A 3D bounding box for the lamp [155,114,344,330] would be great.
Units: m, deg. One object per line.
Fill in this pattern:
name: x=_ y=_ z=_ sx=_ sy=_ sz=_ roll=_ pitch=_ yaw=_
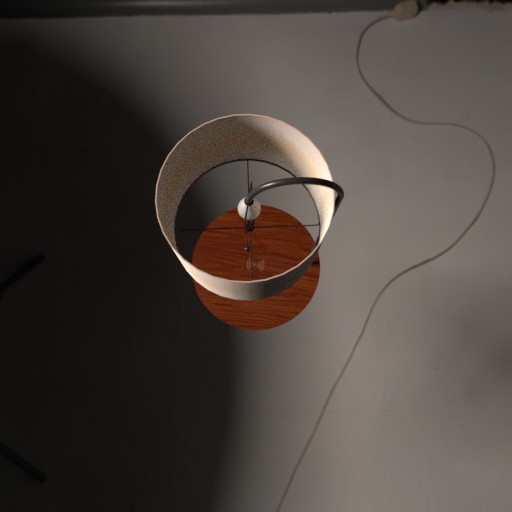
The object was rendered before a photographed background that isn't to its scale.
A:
lamp: x=0.000 y=0.000 z=1.811 sx=0.573 sy=1.517 sz=0.573 roll=0 pitch=76 yaw=0
